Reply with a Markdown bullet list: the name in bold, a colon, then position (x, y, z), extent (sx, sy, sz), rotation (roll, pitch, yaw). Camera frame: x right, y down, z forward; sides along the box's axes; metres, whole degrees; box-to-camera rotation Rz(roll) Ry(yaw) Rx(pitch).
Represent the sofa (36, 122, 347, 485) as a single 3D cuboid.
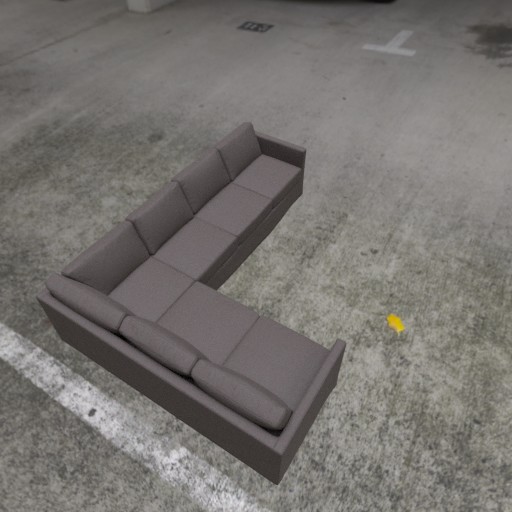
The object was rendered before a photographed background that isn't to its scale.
- **sofa**: position (0.000, 0.000, 4.379), extent (2.432, 0.871, 3.182), rotation (25, 52, 21)
